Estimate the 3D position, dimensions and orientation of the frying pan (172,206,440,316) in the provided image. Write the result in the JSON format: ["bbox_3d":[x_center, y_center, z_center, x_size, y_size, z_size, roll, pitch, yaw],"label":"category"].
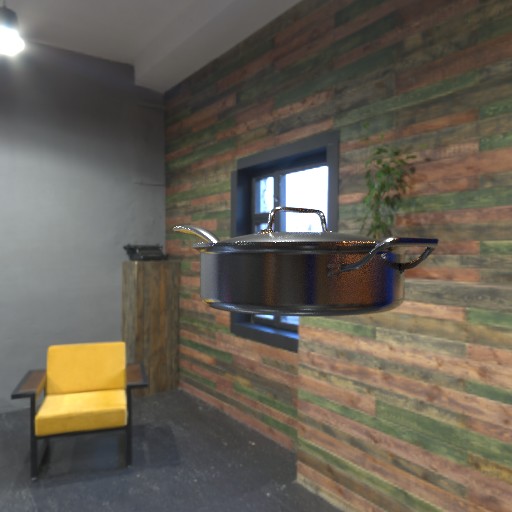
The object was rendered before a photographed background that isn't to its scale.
[{"bbox_3d":[0.000,0.000,0.581,0.245,0.111,0.492,0,0,-35],"label":"frying pan"}]
